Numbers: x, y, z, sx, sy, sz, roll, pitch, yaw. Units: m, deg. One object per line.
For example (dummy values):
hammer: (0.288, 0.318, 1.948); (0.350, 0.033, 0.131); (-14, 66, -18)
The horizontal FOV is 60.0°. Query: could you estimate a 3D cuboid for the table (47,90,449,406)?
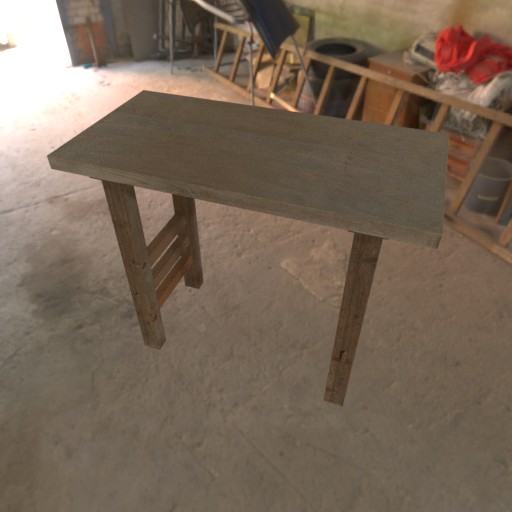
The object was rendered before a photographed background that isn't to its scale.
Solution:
table: (0.000, 0.000, 1.666); (1.119, 0.914, 0.556); (13, 43, 15)
